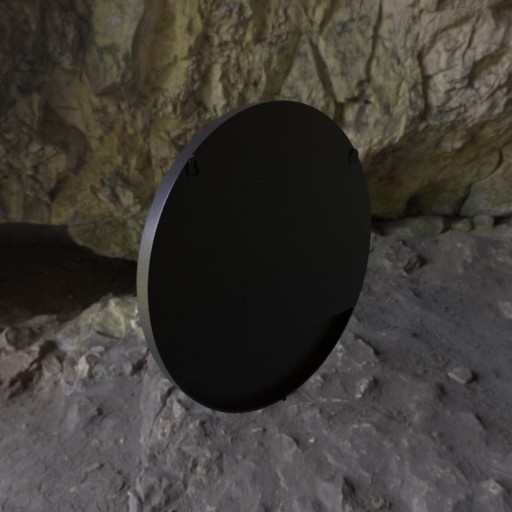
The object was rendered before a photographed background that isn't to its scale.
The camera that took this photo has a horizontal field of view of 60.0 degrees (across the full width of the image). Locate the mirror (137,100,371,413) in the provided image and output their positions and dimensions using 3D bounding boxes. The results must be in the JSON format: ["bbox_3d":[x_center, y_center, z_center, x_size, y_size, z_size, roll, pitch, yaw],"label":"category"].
[{"bbox_3d":[0.000,0.000,0.698,0.457,0.457,0.133,-14,21,-42],"label":"mirror"}]
